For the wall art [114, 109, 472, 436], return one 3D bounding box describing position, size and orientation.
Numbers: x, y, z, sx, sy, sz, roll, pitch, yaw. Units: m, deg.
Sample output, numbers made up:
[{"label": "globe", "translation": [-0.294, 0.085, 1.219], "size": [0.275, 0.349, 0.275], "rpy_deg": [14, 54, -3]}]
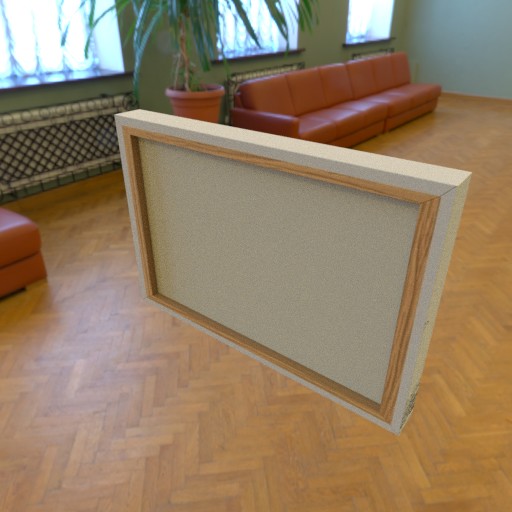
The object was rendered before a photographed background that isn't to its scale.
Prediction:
[{"label": "wall art", "translation": [0.000, 0.000, 0.485], "size": [0.381, 0.259, 0.038], "rpy_deg": [21, 36, 32]}]
